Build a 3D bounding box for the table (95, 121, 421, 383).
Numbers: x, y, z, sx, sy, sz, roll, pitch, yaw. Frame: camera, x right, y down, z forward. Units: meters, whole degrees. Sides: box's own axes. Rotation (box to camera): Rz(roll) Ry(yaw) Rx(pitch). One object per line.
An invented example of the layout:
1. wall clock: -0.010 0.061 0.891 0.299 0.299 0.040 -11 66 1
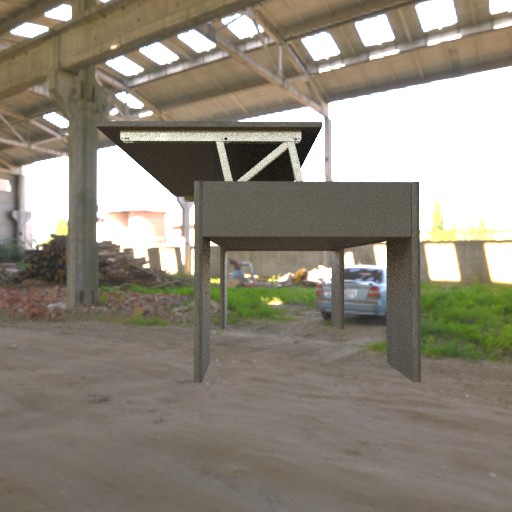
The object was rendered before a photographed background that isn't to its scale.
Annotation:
1. table: 0.000 0.000 1.462 0.711 0.570 1.000 0 -1 -1
